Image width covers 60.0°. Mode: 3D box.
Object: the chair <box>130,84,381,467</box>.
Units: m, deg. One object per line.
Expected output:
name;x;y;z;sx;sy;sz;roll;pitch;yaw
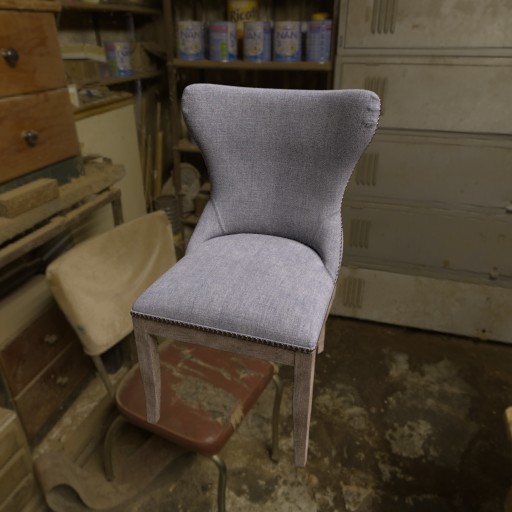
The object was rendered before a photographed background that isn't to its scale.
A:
chair;0.000;0.000;1.451;0.654;1.002;0.681;9;28;17
